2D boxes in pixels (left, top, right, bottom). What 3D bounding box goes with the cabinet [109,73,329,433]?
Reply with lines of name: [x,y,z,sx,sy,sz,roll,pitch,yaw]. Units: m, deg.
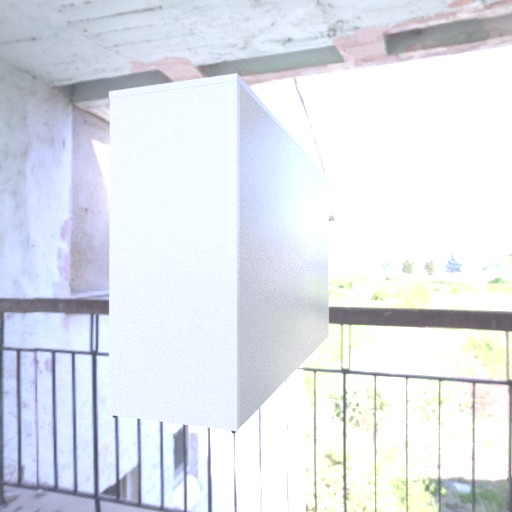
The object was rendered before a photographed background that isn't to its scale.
cabinet: [0.000,0.000,1.853,0.380,0.900,1.450,0,-1,18]
